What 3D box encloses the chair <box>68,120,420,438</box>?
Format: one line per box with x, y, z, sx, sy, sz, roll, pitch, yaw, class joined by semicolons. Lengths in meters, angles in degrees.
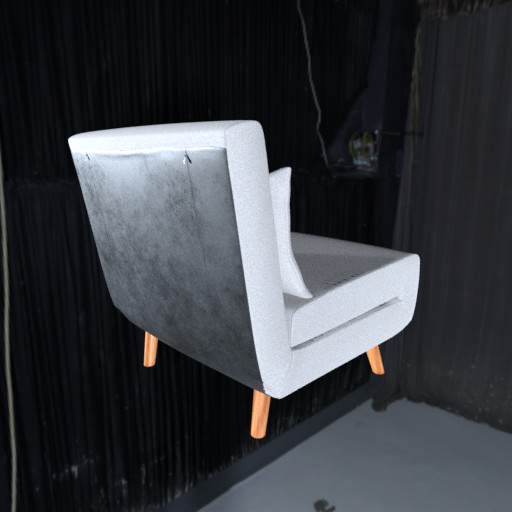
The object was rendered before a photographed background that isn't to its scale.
0.000;0.000;1.475;0.902;0.808;0.770;-12;18;-42;chair
